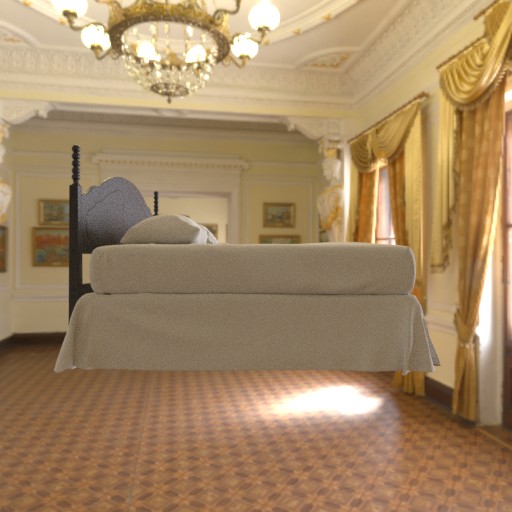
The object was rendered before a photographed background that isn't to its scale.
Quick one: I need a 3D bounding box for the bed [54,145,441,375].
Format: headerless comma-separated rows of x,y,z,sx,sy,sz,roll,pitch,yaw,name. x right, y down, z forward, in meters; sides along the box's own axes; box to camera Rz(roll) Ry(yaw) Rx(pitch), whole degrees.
0.000,0.000,3.608,2.219,1.355,2.322,0,0,2,bed
